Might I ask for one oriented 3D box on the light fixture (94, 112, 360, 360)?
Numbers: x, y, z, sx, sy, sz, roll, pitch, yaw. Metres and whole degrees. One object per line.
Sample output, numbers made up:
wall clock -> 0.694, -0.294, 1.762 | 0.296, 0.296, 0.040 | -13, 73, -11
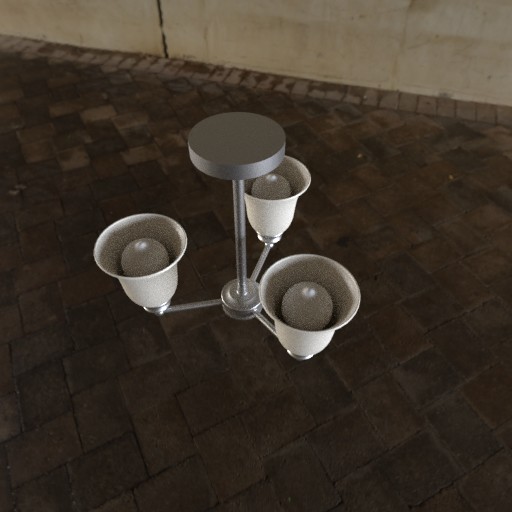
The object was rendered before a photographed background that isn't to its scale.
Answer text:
light fixture -> 0.000, 0.000, 0.662 | 0.388, 0.370, 0.354 | -31, 54, -26
